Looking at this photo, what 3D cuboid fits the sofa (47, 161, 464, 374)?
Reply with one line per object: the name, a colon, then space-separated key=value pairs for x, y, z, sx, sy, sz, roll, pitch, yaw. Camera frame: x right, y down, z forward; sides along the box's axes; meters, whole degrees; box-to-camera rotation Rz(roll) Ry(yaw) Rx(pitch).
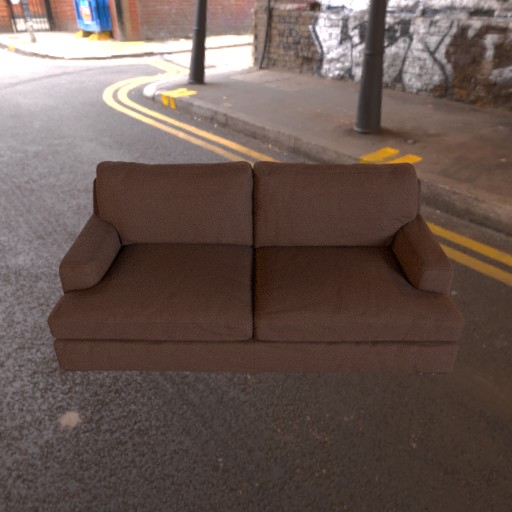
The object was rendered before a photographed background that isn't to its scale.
sofa: x=0.000 y=0.000 z=2.759 sx=2.274 sy=0.950 sz=1.140 roll=0 pitch=31 yaw=0
